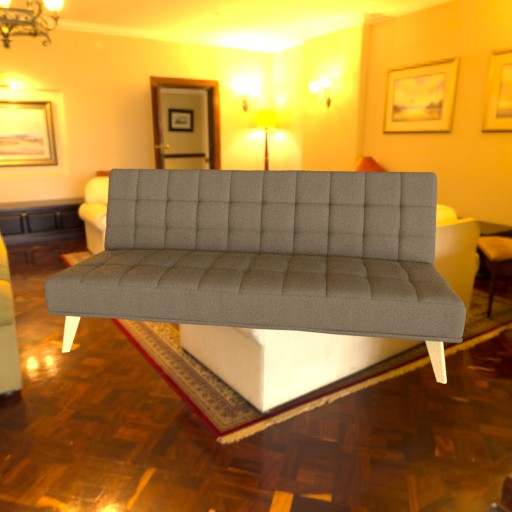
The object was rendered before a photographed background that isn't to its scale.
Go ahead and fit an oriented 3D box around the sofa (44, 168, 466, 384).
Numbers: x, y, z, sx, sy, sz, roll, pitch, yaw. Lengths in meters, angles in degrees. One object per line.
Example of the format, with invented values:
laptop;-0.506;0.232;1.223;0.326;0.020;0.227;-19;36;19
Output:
sofa;0.000;0.000;2.221;1.800;0.810;0.860;2;15;9
